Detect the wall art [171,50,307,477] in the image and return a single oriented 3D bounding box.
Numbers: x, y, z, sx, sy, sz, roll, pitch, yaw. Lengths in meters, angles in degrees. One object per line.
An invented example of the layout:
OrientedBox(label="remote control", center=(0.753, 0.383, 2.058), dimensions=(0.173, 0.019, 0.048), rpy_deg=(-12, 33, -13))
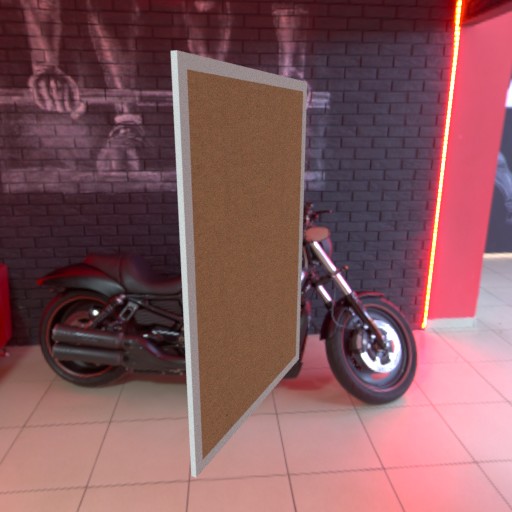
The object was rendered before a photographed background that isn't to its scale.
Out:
OrientedBox(label="wall art", center=(0.000, 0.000, 1.241), dimensions=(0.015, 0.965, 0.660), rpy_deg=(8, 18, 27))
